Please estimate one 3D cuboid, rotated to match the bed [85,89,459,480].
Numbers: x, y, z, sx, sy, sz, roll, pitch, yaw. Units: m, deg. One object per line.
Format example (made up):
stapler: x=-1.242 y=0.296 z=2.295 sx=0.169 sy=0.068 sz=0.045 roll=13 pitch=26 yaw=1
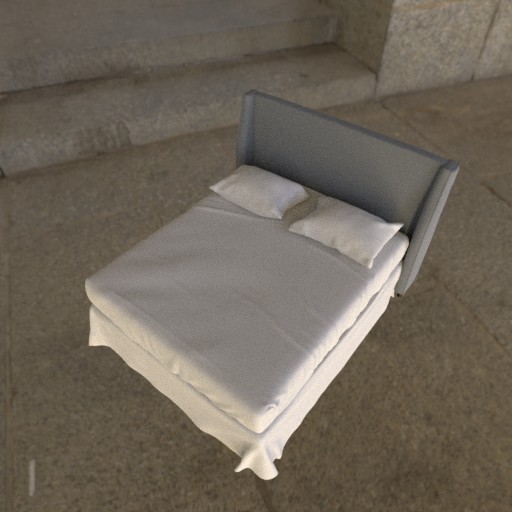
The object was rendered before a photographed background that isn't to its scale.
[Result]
bed: x=0.000 y=0.000 z=3.383 sx=1.925 sy=1.332 sz=2.276 roll=30 pitch=52 yaw=26
